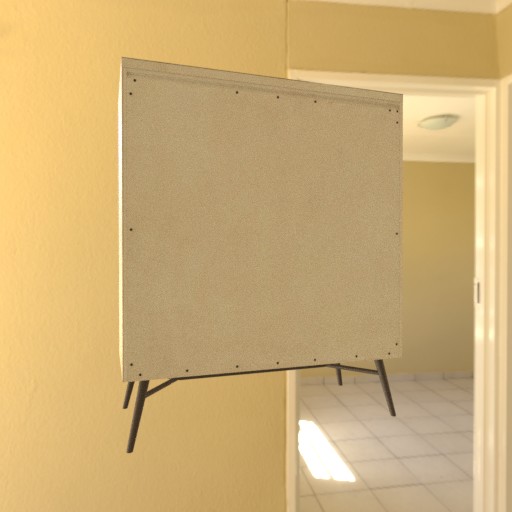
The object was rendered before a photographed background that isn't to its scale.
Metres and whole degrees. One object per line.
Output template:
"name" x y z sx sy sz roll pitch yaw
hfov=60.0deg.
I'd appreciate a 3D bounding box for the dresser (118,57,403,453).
"dresser" 0.000 0.000 1.727 1.016 1.219 0.457 0 1 -18
